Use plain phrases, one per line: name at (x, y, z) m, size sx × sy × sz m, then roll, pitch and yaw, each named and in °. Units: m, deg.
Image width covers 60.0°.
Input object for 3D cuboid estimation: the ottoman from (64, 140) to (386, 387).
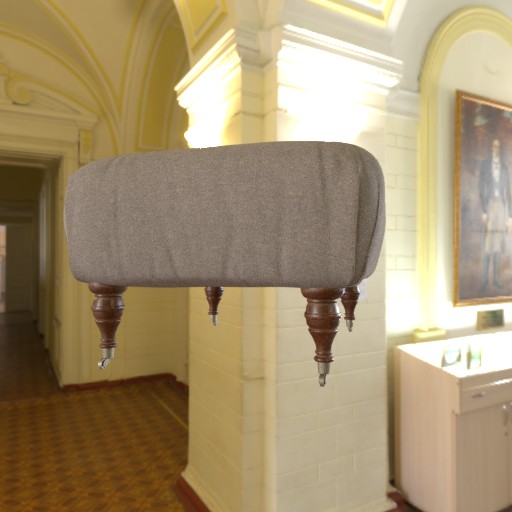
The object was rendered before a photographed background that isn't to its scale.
ottoman at (0.000, 0.000, 1.107) m, size 0.622 × 0.450 × 0.747 m, roll 0°, pitch -1°, yaw 16°
